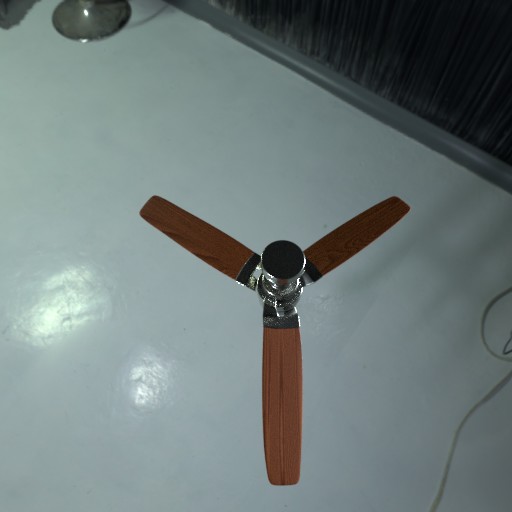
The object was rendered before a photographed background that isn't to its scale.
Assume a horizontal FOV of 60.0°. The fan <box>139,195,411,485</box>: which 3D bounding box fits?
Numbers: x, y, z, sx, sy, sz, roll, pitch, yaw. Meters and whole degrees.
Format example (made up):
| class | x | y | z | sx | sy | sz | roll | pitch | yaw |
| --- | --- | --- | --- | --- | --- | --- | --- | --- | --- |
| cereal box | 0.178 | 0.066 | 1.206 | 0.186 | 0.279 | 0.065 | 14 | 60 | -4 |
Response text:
| class | x | y | z | sx | sy | sz | roll | pitch | yaw |
| --- | --- | --- | --- | --- | --- | --- | --- | --- | --- |
| fan | 0.000 | 0.000 | 1.960 | 1.271 | 0.410 | 1.416 | 32 | 68 | 15 |
